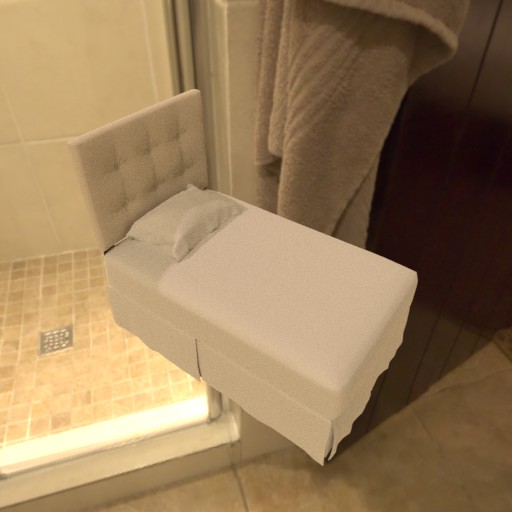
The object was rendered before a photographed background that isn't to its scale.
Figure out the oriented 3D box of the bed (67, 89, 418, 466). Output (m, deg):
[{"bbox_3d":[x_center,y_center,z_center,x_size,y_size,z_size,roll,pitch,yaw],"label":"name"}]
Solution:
[{"bbox_3d":[0.000,0.000,3.028,1.997,1.571,1.261,25,46,27],"label":"bed"}]
